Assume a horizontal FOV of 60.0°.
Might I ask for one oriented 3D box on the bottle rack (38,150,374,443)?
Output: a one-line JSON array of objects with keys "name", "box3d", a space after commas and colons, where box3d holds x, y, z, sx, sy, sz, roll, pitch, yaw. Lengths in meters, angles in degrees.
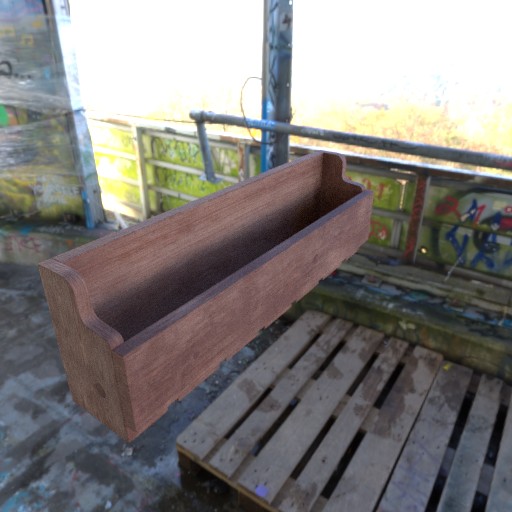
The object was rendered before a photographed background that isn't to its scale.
[{"name": "bottle rack", "box3d": [0.000, 0.000, 0.697, 0.126, 0.196, 0.608, 19, 33, 32]}]
